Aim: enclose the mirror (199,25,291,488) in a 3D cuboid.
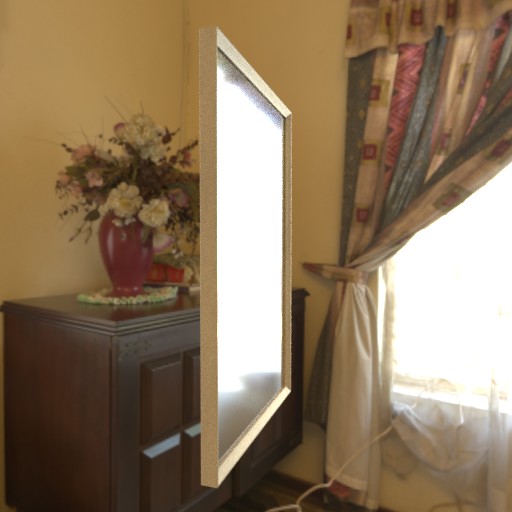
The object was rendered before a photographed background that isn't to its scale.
[{"bbox_3d":[0.000,0.000,1.170,0.041,0.915,0.609,1,2,18],"label":"mirror"}]
